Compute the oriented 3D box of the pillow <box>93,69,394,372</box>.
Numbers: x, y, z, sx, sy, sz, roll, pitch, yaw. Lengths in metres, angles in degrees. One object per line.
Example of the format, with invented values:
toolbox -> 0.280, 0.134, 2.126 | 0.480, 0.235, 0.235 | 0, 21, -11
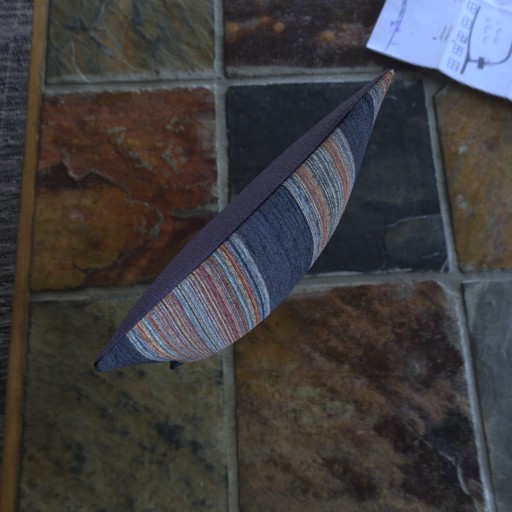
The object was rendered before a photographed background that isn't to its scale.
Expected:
pillow -> 0.000, 0.000, 0.636 | 0.136, 0.419, 0.437 | 42, 80, 10
